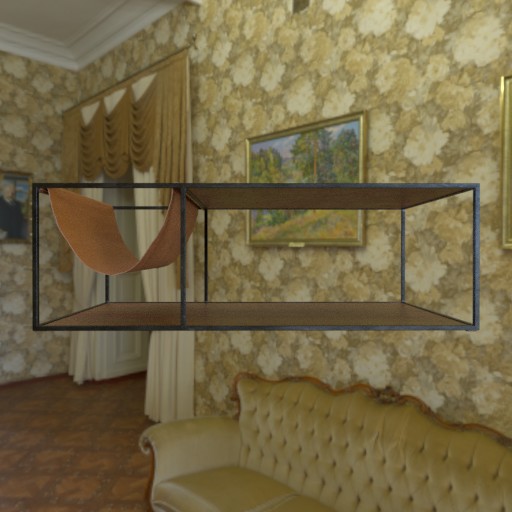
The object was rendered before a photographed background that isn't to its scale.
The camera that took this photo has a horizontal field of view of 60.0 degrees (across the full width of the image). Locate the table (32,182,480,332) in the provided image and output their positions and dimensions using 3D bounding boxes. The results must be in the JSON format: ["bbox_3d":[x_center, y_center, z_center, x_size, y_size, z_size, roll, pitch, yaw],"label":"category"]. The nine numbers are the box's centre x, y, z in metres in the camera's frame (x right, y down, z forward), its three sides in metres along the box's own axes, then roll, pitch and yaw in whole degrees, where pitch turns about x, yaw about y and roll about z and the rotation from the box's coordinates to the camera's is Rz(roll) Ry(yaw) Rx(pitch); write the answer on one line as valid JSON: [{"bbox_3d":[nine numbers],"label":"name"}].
[{"bbox_3d":[0.000,0.000,1.486,1.199,0.403,0.597,0,0,0],"label":"table"}]
